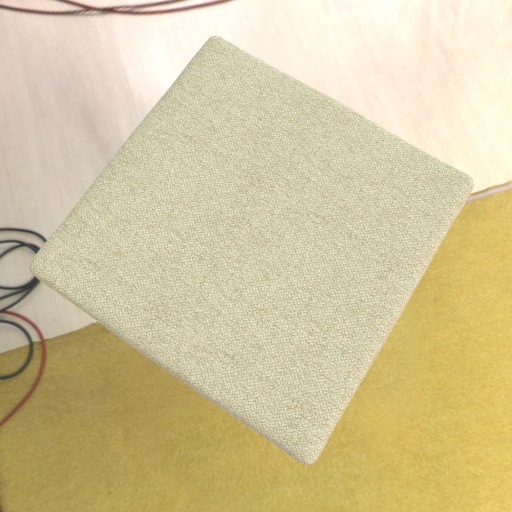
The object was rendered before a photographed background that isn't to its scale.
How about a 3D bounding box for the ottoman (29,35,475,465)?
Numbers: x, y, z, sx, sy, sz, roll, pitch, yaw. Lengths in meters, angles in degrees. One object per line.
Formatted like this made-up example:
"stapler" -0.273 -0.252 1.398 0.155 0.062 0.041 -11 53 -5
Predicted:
"ottoman" 0.000 0.000 0.857 0.508 0.432 0.508 32 78 8
